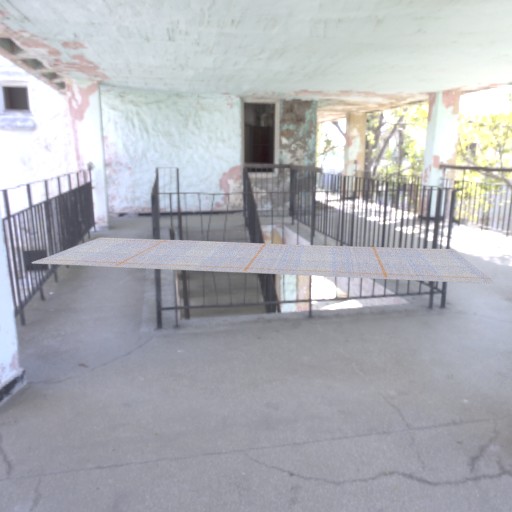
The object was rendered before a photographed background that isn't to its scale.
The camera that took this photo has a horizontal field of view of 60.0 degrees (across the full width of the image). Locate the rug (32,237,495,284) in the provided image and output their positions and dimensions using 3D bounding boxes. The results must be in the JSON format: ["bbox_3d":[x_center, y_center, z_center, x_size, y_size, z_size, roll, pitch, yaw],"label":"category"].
[{"bbox_3d":[0.000,0.000,2.674,2.442,0.016,0.770,2,13,9],"label":"rug"}]
